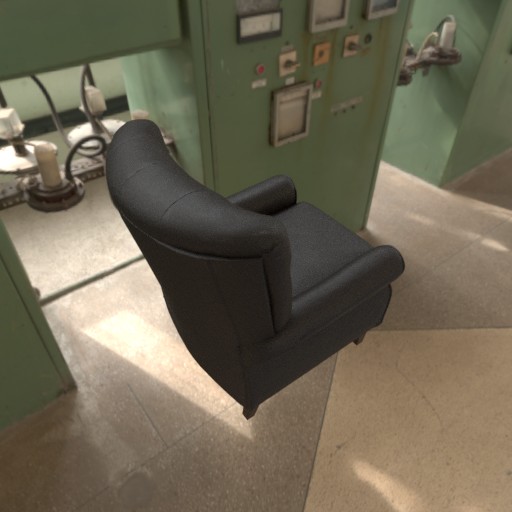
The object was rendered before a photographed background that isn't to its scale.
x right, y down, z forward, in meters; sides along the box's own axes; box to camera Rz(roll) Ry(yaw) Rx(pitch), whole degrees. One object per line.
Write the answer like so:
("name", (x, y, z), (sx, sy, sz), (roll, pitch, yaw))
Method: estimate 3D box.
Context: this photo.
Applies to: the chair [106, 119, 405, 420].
("chair", (0.000, 0.000, 1.942), (1.058, 1.158, 0.948), (-26, 48, -26))
